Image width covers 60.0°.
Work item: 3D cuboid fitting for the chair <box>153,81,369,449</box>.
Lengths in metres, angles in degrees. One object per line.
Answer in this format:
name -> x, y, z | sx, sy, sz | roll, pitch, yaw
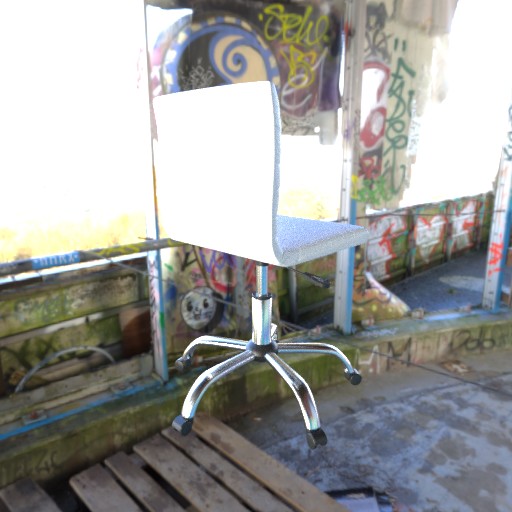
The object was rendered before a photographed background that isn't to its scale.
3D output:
chair -> 0.000, 0.000, 1.131 | 0.530, 0.780, 0.556 | -13, 19, -43
